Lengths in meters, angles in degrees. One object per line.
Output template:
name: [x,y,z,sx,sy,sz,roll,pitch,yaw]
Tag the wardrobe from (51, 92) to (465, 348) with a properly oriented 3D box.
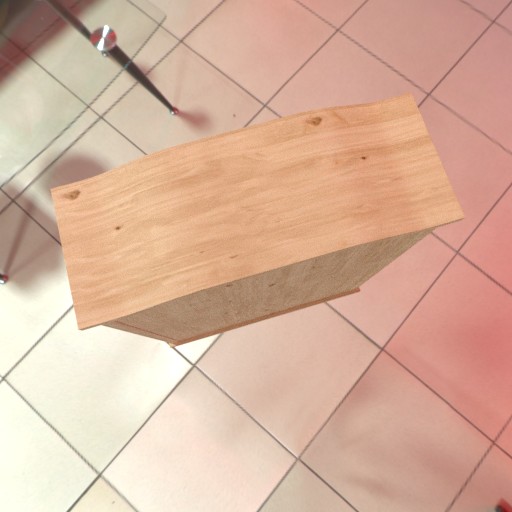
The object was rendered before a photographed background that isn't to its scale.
wardrobe: [0.000,0.000,2.546,1.500,1.870,0.570,-16,77,-4]
